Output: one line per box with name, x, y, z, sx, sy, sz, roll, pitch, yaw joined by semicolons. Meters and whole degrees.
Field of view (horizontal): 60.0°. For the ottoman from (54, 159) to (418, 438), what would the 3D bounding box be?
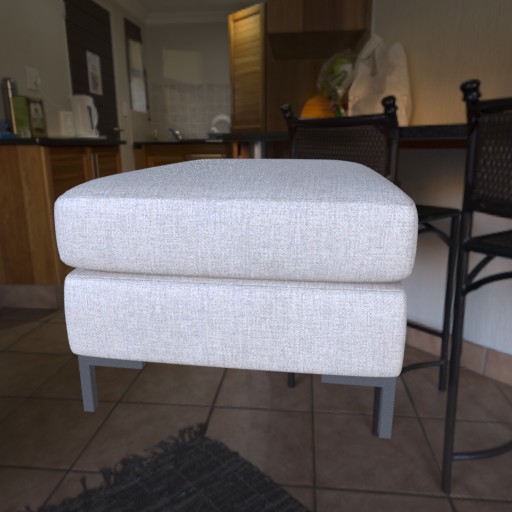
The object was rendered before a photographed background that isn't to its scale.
ottoman;0.000;0.000;1.182;0.671;0.490;0.820;2;15;8
